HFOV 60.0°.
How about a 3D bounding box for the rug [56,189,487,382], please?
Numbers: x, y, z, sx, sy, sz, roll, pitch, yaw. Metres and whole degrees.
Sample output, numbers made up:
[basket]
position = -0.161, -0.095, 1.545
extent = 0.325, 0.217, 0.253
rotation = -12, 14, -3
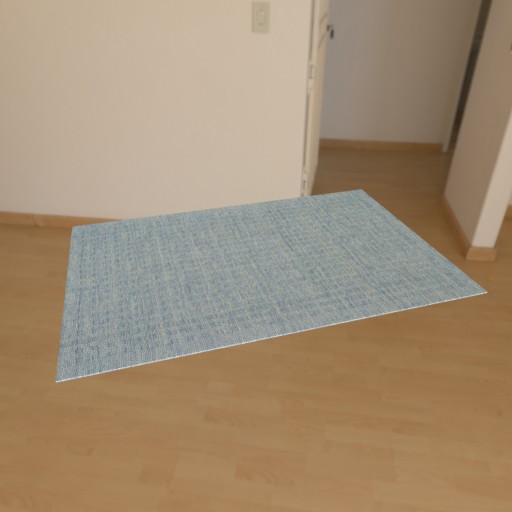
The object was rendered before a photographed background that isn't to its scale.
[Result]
[rug]
position = 0.000, 0.000, 2.172
extent = 1.752, 0.006, 1.142
rotation = -9, 33, -14
